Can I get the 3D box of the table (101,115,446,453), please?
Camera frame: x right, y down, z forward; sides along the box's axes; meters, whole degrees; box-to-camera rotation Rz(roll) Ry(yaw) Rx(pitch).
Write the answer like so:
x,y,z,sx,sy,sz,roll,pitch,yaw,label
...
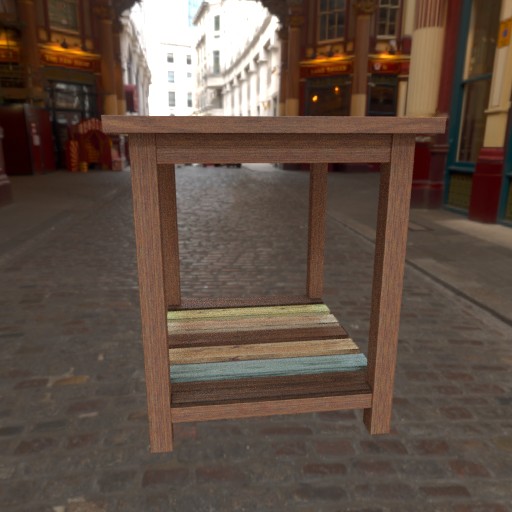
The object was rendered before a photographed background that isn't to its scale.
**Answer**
x,y,z,sx,sy,sz,roll,pitch,yaw,label
0.000,0.000,1.106,0.559,0.635,0.660,-2,15,-7,table
